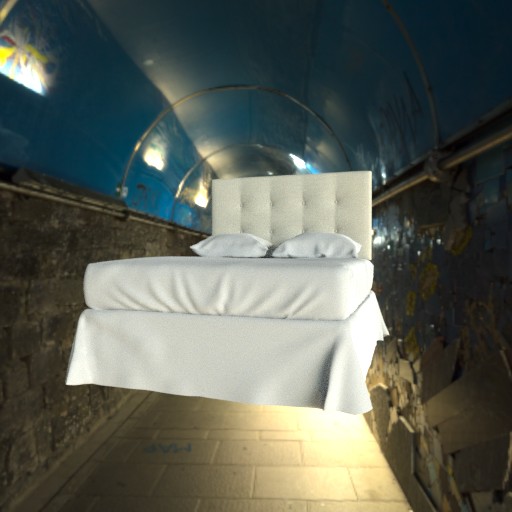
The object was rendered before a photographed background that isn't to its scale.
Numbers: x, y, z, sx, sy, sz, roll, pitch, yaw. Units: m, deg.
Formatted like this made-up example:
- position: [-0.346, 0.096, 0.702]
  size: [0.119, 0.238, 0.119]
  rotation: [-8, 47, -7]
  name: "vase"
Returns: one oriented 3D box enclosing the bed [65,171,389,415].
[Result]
- position: [0.000, 0.000, 3.461]
  size: [1.936, 1.577, 2.222]
  rotation: [0, 1, 19]
  name: "bed"
